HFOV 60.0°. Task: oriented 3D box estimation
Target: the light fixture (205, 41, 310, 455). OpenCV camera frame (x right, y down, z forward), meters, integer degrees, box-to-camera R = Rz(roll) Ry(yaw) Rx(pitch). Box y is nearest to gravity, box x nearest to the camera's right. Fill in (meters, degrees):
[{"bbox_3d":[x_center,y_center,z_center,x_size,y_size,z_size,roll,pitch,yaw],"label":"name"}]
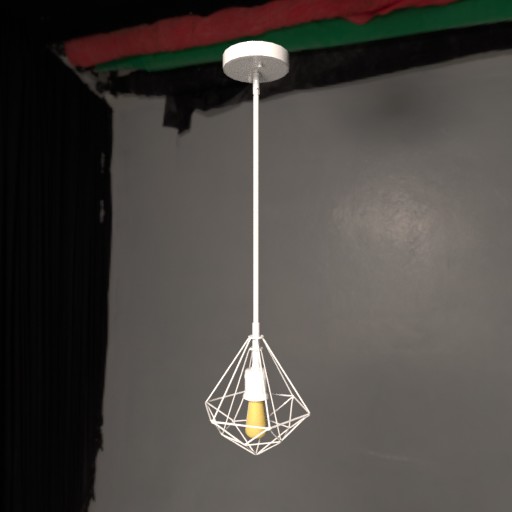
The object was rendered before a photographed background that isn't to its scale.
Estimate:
[{"bbox_3d":[0.000,0.000,1.967,0.487,1.764,0.431,0,0,18],"label":"light fixture"}]
